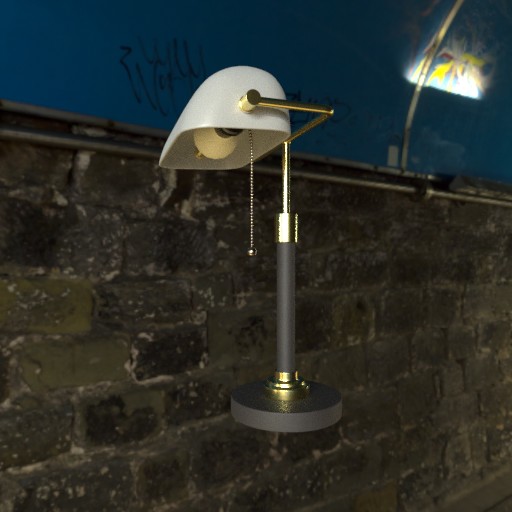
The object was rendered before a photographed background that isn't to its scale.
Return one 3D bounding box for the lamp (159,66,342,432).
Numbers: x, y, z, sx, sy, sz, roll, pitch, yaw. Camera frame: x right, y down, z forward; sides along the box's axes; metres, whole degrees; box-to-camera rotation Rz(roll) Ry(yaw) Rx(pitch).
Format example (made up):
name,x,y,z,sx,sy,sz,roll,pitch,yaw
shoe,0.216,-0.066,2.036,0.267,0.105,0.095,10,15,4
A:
name,x,y,z,sx,sy,sz,roll,pitch,yaw
lamp,0.000,0.000,0.565,0.227,0.404,0.269,0,0,-19
